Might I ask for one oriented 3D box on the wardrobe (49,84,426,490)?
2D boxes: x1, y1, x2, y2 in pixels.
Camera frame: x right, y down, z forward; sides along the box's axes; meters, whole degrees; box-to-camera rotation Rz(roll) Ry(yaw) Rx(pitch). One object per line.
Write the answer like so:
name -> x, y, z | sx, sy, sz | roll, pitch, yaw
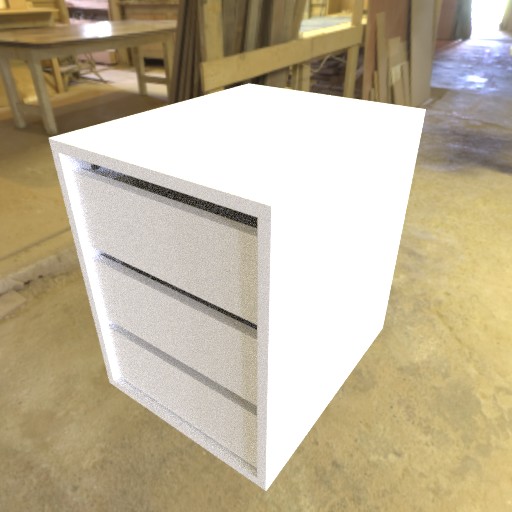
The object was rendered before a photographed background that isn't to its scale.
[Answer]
wardrobe -> 0.000, 0.000, 0.868 | 0.400, 0.520, 0.500 | 21, 38, 30
